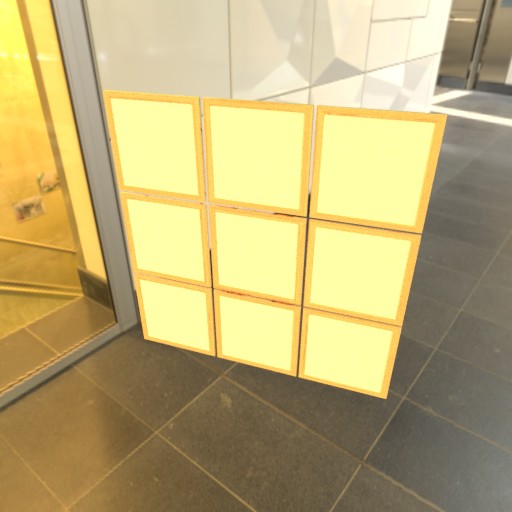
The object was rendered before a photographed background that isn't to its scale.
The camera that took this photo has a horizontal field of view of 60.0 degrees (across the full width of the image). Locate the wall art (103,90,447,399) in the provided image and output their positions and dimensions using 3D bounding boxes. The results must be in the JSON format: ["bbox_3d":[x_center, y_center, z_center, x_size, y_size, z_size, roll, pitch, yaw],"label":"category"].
[{"bbox_3d":[0.000,0.000,1.810,1.214,1.219,0.013,10,32,16],"label":"wall art"}]
